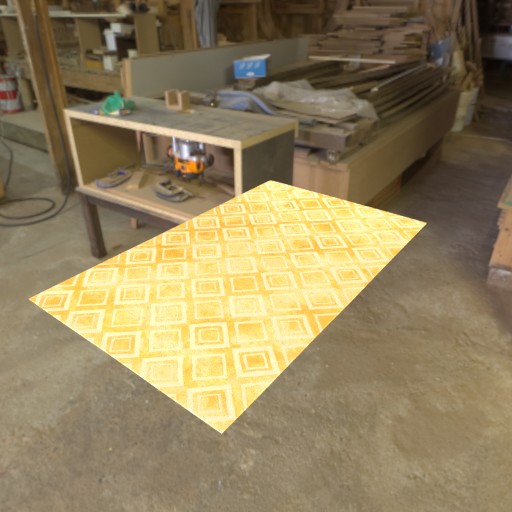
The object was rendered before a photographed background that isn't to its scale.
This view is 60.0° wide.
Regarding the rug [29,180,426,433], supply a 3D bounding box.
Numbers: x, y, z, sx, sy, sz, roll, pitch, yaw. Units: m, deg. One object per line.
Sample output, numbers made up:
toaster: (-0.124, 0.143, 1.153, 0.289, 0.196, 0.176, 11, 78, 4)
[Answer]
rug: (0.000, 0.000, 3.029, 1.511, 0.010, 2.424, 21, 37, 32)
